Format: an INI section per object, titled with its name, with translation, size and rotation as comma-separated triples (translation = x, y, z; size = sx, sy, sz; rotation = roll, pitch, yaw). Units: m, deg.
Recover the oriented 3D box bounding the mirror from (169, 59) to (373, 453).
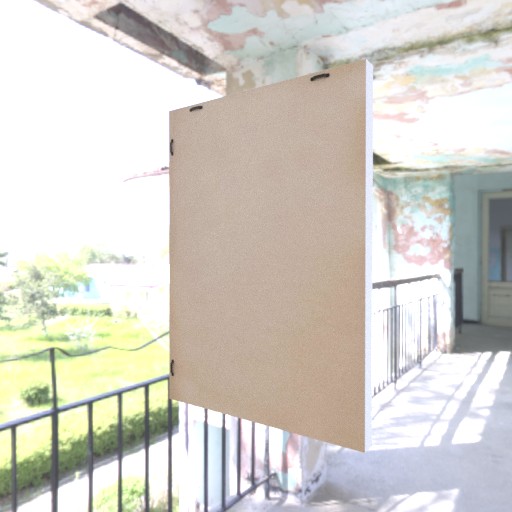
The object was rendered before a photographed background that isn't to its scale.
[mirror]
translation = 0.000, 0.000, 0.958
size = 0.507, 0.710, 0.039
rotation = 0, 1, 36
